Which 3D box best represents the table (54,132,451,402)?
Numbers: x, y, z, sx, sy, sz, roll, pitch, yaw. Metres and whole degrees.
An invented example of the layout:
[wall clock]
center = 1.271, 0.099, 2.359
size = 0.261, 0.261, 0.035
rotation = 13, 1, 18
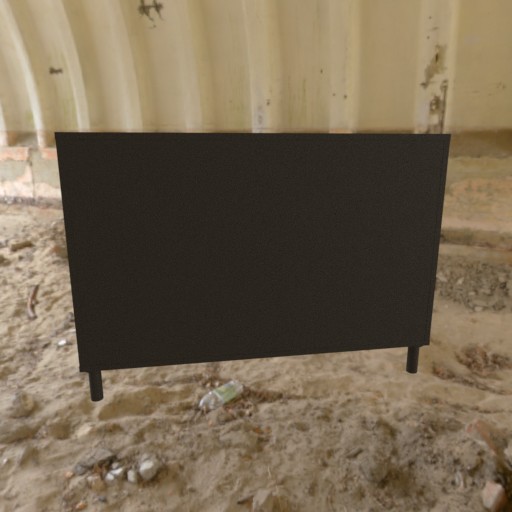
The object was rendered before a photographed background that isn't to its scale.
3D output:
[table]
center = 0.000, 0.000, 1.617
size = 1.200, 0.855, 0.400
rotation = -2, 14, -9
